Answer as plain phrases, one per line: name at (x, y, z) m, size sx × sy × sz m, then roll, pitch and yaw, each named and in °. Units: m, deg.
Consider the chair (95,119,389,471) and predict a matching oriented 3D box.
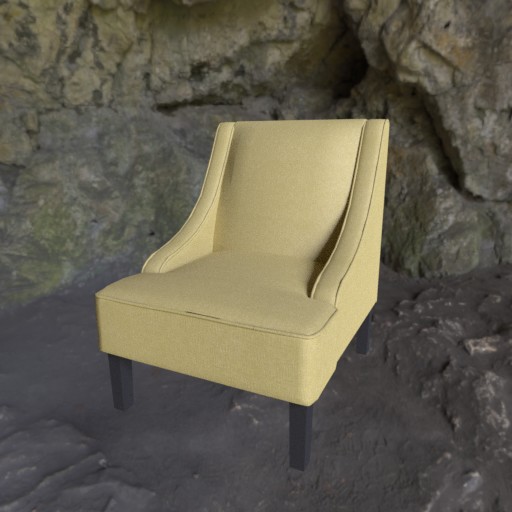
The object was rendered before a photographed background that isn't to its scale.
chair at (0.000, 0.000, 1.484) m, size 0.696 × 0.896 × 0.814 m, roll 7°, pitch 16°, yaw 25°
